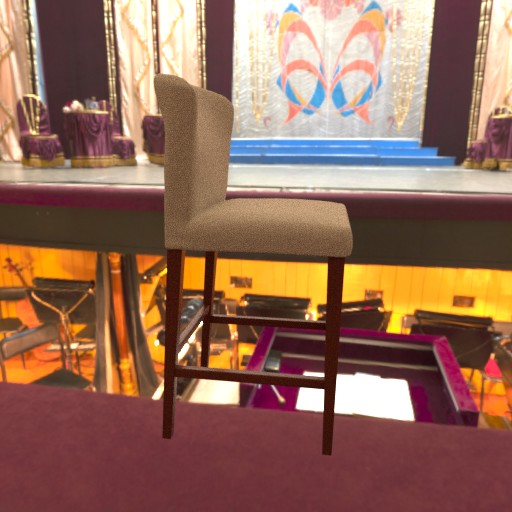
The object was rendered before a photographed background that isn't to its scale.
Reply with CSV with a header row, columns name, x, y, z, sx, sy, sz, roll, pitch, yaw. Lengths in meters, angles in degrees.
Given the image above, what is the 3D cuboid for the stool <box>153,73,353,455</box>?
name,x,y,z,sx,sy,sz,roll,pitch,yaw
stool,0.000,0.000,1.401,0.568,1.069,0.481,2,15,9
